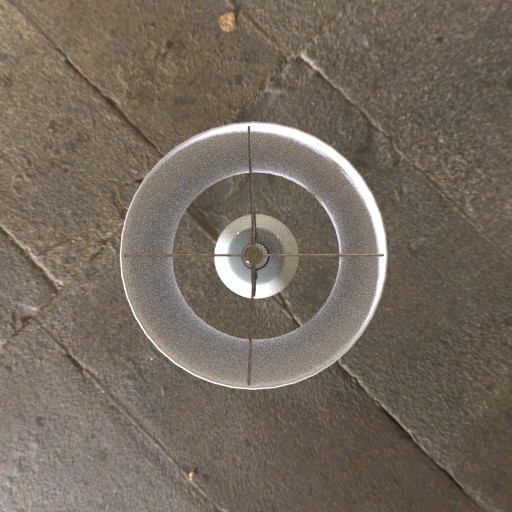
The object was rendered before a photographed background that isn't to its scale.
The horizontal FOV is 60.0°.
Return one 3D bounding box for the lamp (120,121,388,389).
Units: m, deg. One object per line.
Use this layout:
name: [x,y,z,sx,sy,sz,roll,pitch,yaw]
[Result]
lamp: [0.000,0.000,0.584,0.217,0.453,0.217,0,90,0]
